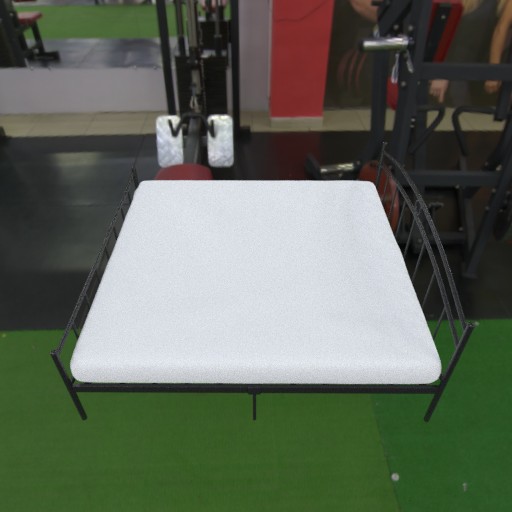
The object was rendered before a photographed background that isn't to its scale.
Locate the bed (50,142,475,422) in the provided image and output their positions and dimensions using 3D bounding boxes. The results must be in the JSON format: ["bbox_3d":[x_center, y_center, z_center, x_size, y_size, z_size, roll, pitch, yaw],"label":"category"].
[{"bbox_3d":[0.000,0.000,3.003,2.040,0.940,1.880,0,40,0],"label":"bed"}]
